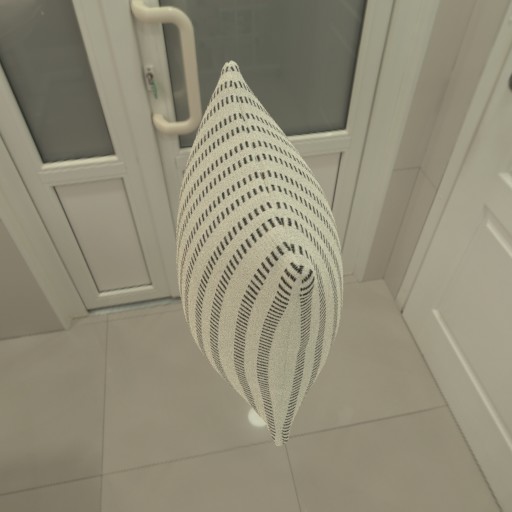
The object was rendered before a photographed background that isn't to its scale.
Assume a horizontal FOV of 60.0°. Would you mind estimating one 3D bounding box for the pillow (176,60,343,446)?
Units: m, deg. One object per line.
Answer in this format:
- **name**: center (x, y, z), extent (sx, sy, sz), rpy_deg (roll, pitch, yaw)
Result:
- **pillow**: center (0.000, 0.000, 0.681), extent (0.247, 0.419, 0.438), rpy_deg (-8, 48, -7)
